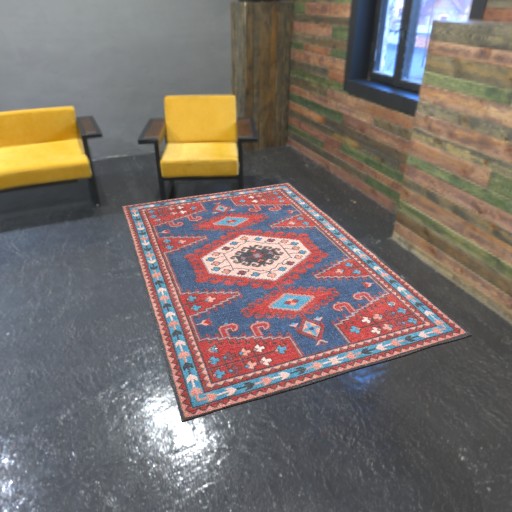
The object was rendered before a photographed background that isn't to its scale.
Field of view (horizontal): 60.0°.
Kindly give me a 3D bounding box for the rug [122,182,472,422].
[{"bbox_3d":[0.000,0.000,2.356,1.207,0.012,1.820,-11,32,-18],"label":"rug"}]
